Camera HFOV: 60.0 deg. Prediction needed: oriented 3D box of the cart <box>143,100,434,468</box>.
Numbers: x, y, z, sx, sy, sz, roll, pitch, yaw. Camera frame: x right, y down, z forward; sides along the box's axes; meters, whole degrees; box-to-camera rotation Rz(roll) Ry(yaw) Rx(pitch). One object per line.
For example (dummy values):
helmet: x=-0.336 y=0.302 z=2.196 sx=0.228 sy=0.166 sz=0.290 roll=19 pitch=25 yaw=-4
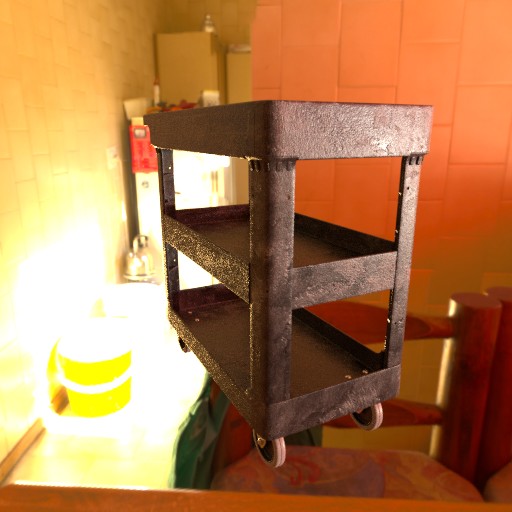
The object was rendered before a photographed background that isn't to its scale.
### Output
cart: x=0.000 y=0.000 z=1.324 sx=0.420 sy=0.824 sz=0.877 roll=-8 pitch=18 yaw=-26
